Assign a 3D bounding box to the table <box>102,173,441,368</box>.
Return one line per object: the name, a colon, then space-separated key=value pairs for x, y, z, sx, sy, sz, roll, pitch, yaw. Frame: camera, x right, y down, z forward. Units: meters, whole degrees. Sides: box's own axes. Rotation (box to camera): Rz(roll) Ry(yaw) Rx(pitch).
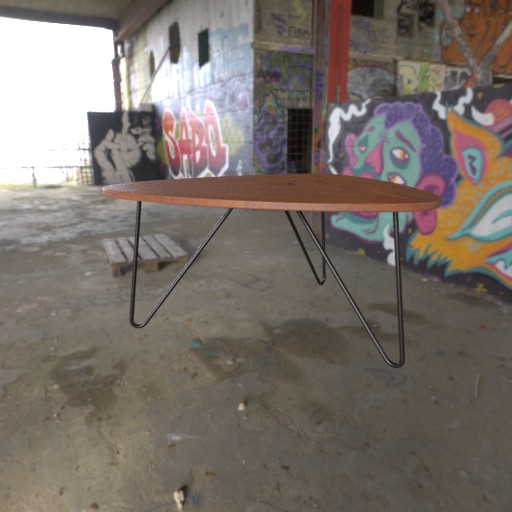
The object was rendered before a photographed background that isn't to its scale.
table: x=0.000 y=0.000 z=1.287 sx=0.821 sy=0.413 sz=0.833 roll=-2 pitch=15 yaw=-7
